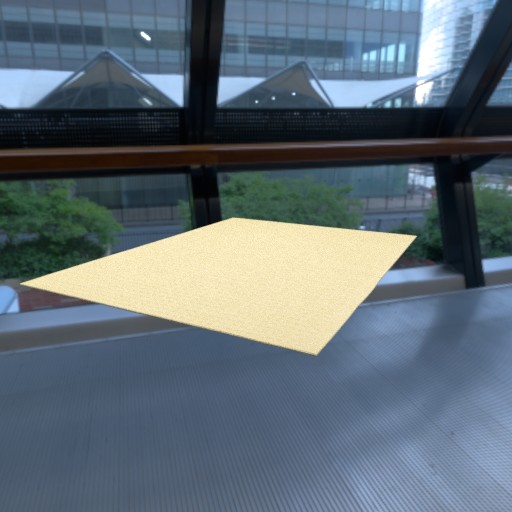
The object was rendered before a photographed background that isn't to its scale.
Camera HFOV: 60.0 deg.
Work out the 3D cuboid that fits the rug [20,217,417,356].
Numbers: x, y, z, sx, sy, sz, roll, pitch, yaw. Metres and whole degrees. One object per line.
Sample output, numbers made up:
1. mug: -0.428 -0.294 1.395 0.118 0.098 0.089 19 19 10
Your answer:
1. rug: 0.000 0.000 4.241 2.452 0.016 3.204 8 17 27
